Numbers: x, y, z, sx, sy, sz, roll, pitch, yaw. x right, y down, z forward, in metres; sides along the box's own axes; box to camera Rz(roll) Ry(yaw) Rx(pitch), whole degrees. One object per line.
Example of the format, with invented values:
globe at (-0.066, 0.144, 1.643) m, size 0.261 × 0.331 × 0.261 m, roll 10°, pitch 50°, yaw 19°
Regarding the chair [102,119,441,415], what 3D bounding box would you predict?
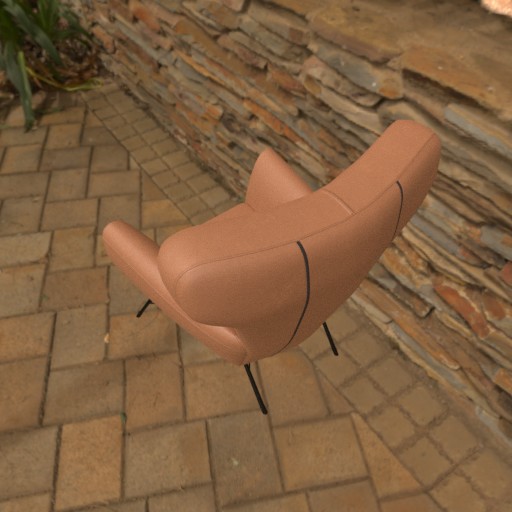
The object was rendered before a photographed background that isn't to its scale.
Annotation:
chair at (0.000, 0.000, 1.707) m, size 0.980 × 1.050 × 0.900 m, roll -31°, pitch 54°, yaw -26°
